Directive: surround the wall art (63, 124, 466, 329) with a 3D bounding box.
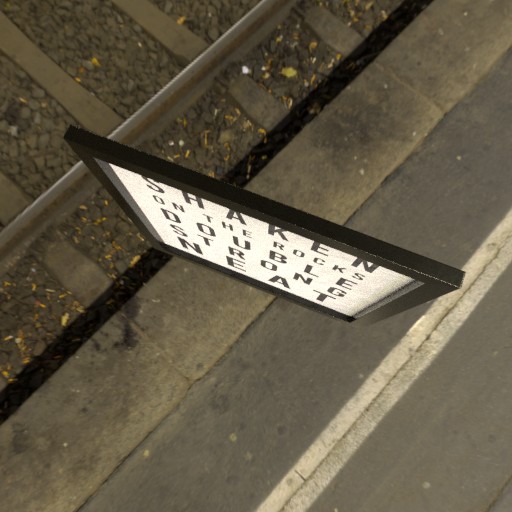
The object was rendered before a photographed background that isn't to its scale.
[{"bbox_3d":[0.000,0.000,0.531,0.349,0.349,0.014,21,76,5],"label":"wall art"}]
